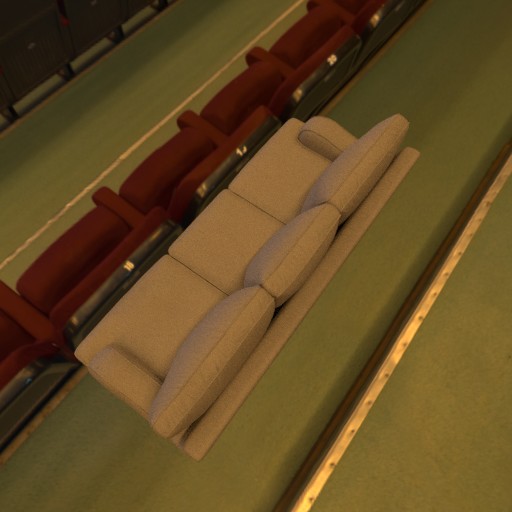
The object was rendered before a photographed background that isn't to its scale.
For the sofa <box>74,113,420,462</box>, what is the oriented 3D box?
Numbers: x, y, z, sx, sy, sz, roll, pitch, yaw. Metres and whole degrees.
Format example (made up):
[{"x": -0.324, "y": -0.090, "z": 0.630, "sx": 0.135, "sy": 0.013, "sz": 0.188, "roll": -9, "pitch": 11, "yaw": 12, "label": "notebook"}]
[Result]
[{"x": 0.000, "y": 0.000, "z": 2.857, "sx": 1.016, "sy": 0.991, "sz": 2.323, "roll": 33, "pitch": 68, "yaw": 15, "label": "sofa"}]
